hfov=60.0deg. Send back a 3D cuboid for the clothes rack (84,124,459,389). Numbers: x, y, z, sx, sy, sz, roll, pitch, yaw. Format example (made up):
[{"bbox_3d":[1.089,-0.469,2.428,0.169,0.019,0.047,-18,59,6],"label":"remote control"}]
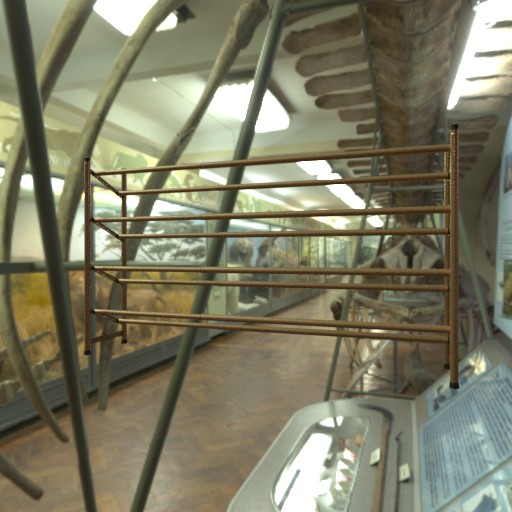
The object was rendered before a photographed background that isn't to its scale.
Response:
[{"bbox_3d":[0.000,0.000,1.417,1.168,0.672,0.229,0,0,19],"label":"clothes rack"}]
